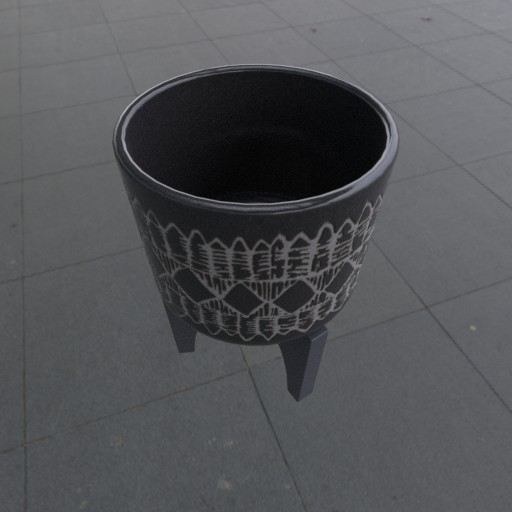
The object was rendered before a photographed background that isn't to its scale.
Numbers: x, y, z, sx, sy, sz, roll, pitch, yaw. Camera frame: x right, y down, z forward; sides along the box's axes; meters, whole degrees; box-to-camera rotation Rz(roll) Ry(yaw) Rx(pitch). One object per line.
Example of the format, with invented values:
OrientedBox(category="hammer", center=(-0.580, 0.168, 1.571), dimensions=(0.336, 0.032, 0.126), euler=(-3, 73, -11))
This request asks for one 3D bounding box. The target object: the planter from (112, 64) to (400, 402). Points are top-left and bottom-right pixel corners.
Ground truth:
OrientedBox(category="planter", center=(0.000, 0.000, 0.266), dimensions=(0.129, 0.177, 0.129), euler=(0, 46, 0))
